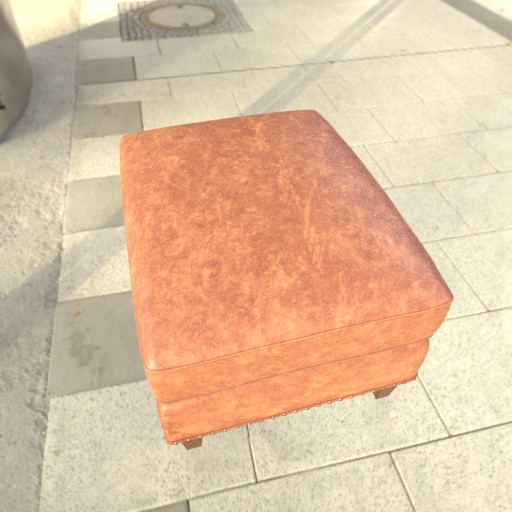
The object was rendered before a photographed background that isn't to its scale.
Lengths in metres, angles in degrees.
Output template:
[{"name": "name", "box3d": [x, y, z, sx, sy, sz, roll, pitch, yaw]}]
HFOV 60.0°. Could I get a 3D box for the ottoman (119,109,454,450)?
[{"name": "ottoman", "box3d": [0.000, 0.000, 1.122, 0.586, 0.486, 0.742, -11, 47, -10]}]
